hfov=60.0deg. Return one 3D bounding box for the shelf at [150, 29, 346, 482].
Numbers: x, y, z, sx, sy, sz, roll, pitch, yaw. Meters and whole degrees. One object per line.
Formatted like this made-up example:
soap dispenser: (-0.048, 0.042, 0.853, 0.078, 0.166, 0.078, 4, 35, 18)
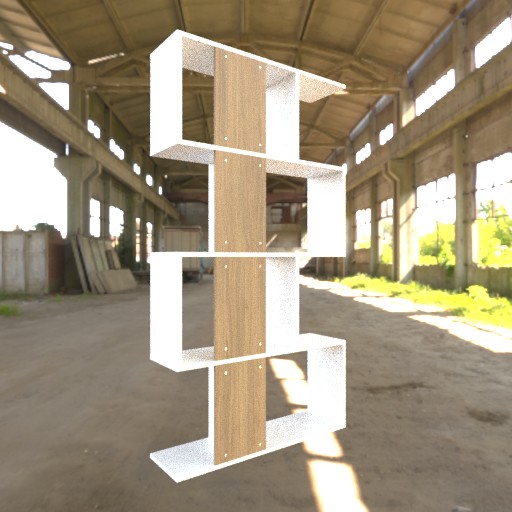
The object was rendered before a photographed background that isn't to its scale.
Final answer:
shelf: (0.000, 0.000, 1.975, 0.890, 1.650, 0.250, 0, 0, -36)
